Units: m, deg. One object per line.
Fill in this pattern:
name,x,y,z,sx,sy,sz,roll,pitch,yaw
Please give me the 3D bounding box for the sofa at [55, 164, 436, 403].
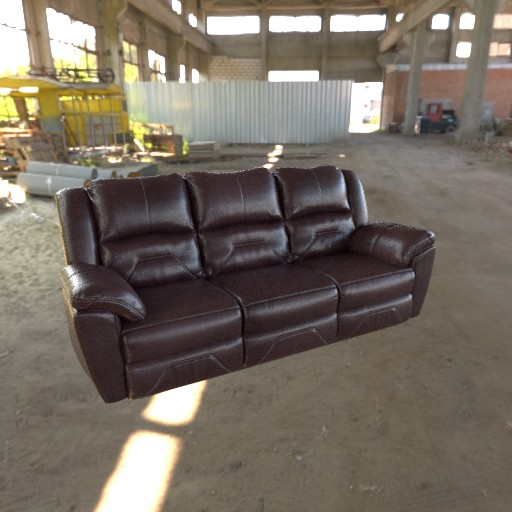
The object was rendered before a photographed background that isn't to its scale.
sofa,0.000,0.000,2.877,2.337,1.043,0.991,-9,20,-27
